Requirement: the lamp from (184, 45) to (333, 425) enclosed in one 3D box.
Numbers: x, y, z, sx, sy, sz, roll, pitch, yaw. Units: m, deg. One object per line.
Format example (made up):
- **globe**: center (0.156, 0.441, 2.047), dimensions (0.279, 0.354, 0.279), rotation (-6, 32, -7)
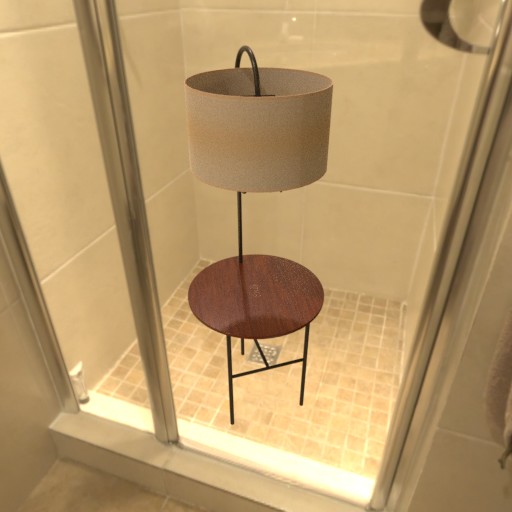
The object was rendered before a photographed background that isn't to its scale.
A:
- **lamp**: center (0.000, 0.000, 1.785), dimensions (0.573, 1.517, 0.573), rotation (0, 32, 0)
